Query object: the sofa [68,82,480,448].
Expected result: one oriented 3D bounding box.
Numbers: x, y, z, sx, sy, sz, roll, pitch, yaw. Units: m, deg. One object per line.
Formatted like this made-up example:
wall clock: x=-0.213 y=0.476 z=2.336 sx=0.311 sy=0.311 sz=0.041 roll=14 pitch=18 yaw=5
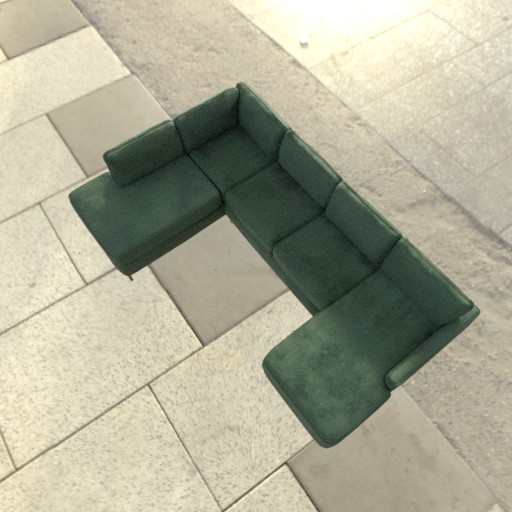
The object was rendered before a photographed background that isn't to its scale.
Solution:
sofa: x=0.000 y=0.000 z=3.699 sx=1.992 sy=0.861 sz=2.994 roll=-34 pitch=68 yaw=-16
